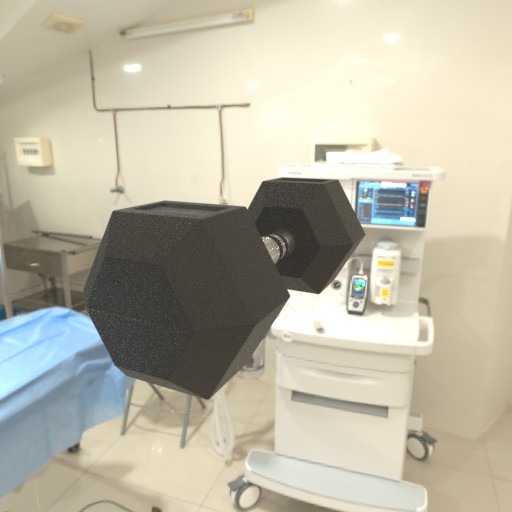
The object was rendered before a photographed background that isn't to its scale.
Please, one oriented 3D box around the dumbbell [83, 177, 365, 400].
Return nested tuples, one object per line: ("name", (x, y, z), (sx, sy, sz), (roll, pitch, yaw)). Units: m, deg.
("dumbbell", (0.000, 0.000, 0.421), (0.142, 0.123, 0.337), (7, 17, 25))
